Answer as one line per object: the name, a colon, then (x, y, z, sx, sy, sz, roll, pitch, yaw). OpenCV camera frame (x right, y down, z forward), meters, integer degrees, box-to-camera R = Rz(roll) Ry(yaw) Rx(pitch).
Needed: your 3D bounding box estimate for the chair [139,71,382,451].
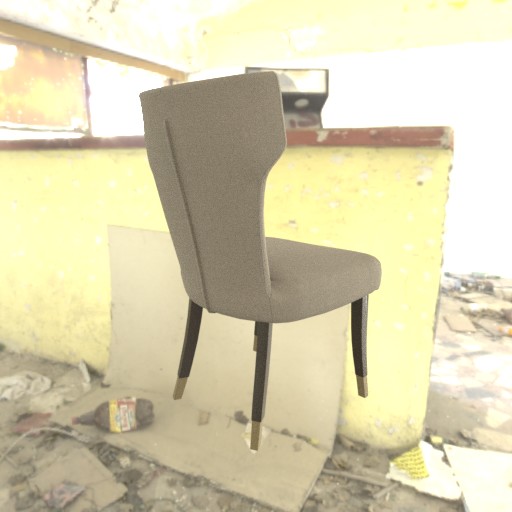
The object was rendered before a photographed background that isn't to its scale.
chair: (0.000, 0.000, 1.346, 0.526, 0.950, 0.630, 12, 18, 43)
